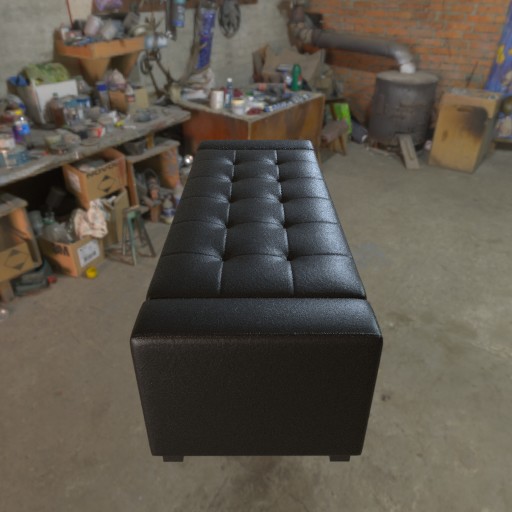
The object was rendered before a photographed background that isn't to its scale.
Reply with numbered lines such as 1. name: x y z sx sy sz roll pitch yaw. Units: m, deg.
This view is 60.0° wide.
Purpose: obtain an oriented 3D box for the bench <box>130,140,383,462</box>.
1. bench: 0.000 0.000 1.515 0.508 0.445 1.296 0 31 0
